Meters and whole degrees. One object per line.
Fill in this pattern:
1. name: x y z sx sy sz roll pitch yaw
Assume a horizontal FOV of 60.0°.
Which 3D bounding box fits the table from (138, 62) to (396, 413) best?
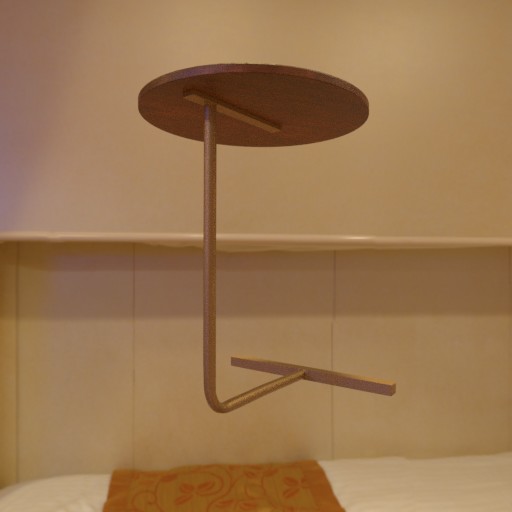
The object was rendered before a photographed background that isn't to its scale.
1. table: 0.000 0.000 1.089 0.530 0.706 0.577 0 0 36
